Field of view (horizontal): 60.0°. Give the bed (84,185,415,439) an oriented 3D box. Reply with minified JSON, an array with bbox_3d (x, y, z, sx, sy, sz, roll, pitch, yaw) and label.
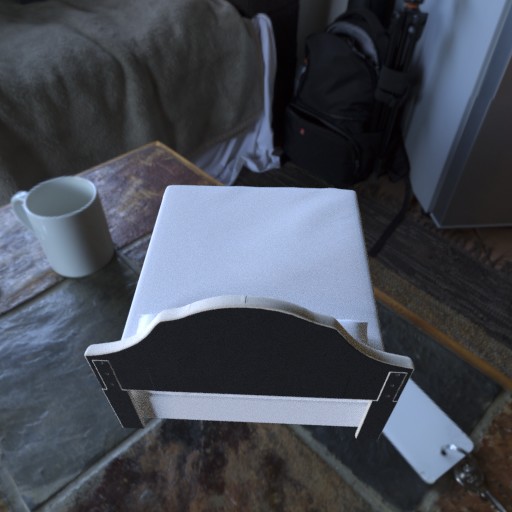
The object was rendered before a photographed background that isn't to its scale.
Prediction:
[{"bbox_3d":[0.000,0.000,3.555,2.008,1.615,2.214,2,47,2],"label":"bed"}]
